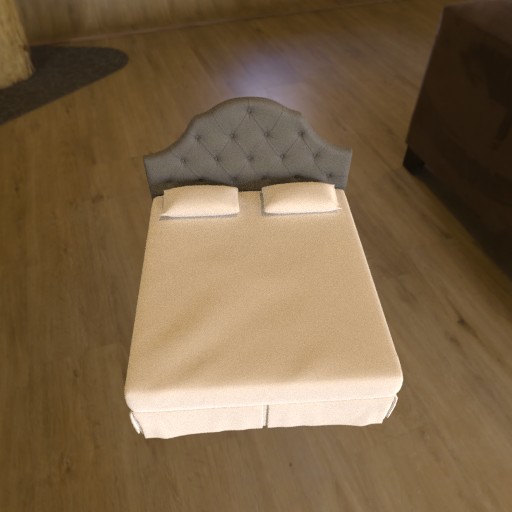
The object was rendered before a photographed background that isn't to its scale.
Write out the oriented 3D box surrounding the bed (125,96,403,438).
[{"bbox_3d":[0.000,0.000,3.578,2.008,1.615,2.214,-3,46,-3],"label":"bed"}]
